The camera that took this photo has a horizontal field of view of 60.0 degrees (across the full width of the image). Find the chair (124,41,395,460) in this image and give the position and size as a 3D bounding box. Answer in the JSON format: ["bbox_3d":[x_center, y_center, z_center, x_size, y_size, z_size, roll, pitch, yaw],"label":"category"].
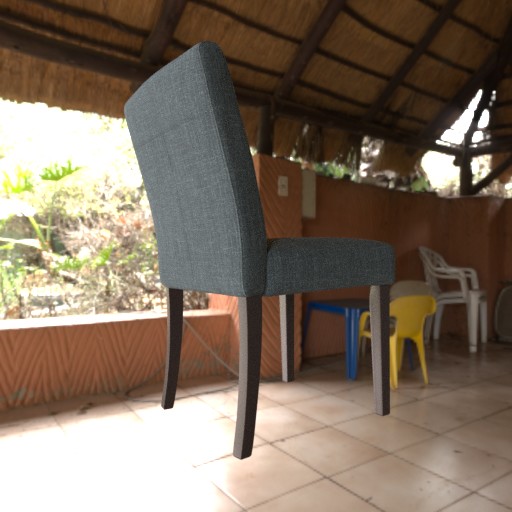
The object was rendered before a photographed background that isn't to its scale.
[{"bbox_3d":[0.000,0.000,1.234,0.629,0.884,0.487,0,0,-36],"label":"chair"}]
